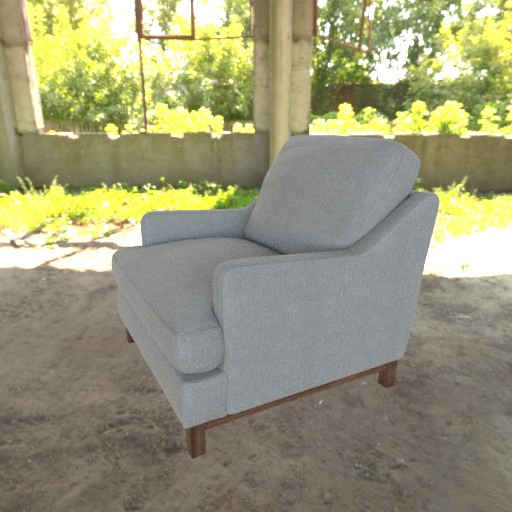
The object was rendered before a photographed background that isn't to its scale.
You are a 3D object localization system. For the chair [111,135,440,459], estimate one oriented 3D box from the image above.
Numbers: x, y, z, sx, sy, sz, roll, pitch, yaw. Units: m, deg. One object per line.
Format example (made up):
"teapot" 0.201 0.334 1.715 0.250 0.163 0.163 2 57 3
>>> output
"chair" 0.000 0.000 1.581 0.892 0.821 0.826 -9 19 -27
